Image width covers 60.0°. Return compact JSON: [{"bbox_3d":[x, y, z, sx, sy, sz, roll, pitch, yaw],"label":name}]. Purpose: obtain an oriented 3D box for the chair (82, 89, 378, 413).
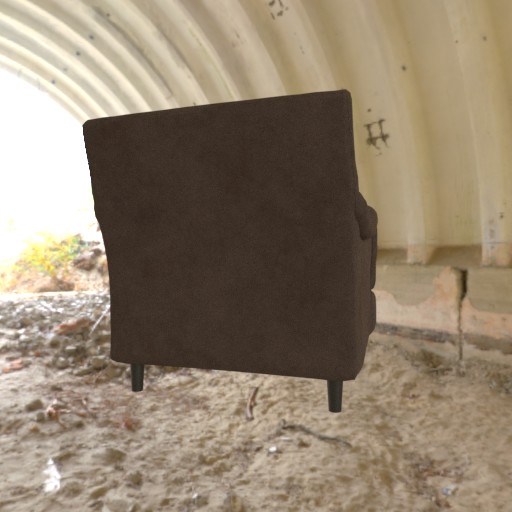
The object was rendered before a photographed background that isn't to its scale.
[{"bbox_3d":[0.000,0.000,1.821,0.955,0.997,1.070,0,-1,18],"label":"chair"}]
